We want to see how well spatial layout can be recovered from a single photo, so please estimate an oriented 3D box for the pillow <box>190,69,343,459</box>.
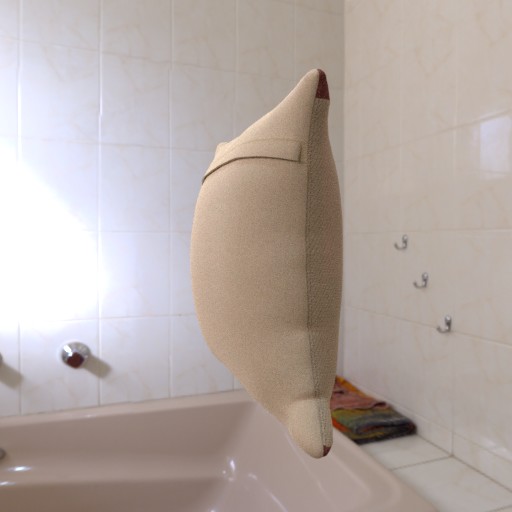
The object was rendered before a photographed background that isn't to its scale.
[{"bbox_3d":[0.000,0.000,0.804,0.229,0.506,0.536,-1,2,-18],"label":"pillow"}]
